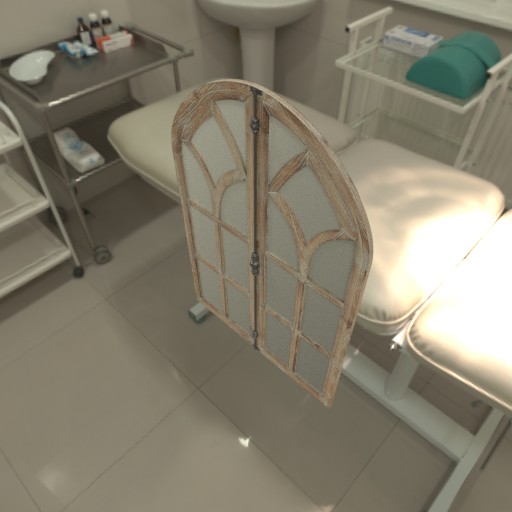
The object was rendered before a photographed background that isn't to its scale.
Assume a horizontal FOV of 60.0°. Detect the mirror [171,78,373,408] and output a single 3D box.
[{"bbox_3d":[0.000,0.000,1.159,0.609,0.915,0.032,35,56,28],"label":"mirror"}]
